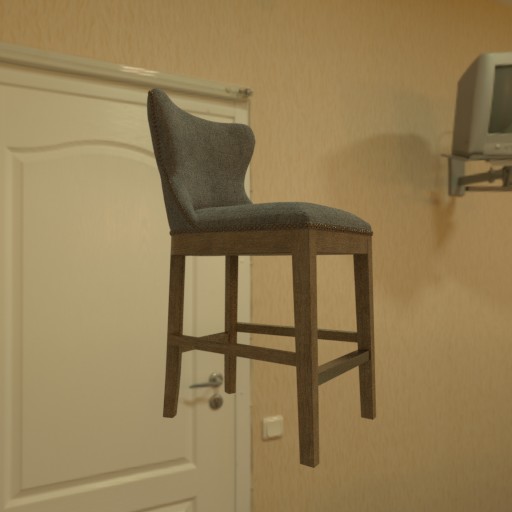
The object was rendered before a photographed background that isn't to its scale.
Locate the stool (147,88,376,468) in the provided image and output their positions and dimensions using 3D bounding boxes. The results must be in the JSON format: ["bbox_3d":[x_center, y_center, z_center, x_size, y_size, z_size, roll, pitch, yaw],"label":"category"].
[{"bbox_3d":[0.000,0.000,1.355,0.608,0.981,0.498,0,0,35],"label":"stool"}]
